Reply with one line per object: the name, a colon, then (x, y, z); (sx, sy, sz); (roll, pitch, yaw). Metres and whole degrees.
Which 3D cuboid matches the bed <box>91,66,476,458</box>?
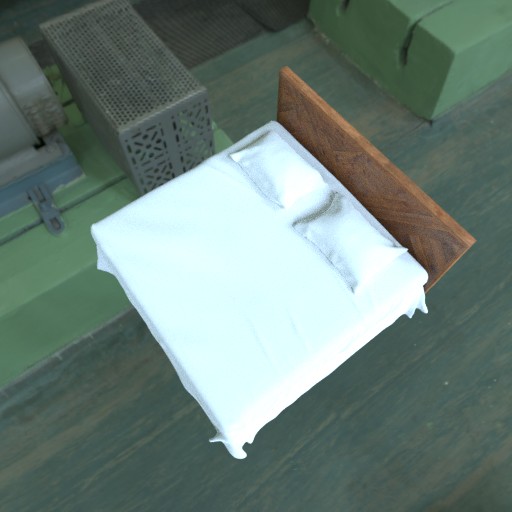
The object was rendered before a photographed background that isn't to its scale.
bed: (0.000, 0.000, 3.509); (2.165, 1.158, 2.255); (-34, 69, -15)
